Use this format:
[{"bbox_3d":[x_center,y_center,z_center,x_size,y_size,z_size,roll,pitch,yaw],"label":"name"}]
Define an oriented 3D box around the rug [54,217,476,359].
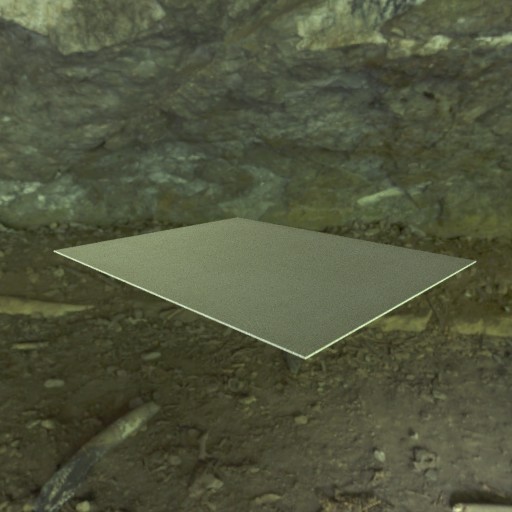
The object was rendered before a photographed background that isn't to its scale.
[{"bbox_3d":[0.000,0.000,3.460,2.584,0.011,2.073,14,21,42],"label":"rug"}]
